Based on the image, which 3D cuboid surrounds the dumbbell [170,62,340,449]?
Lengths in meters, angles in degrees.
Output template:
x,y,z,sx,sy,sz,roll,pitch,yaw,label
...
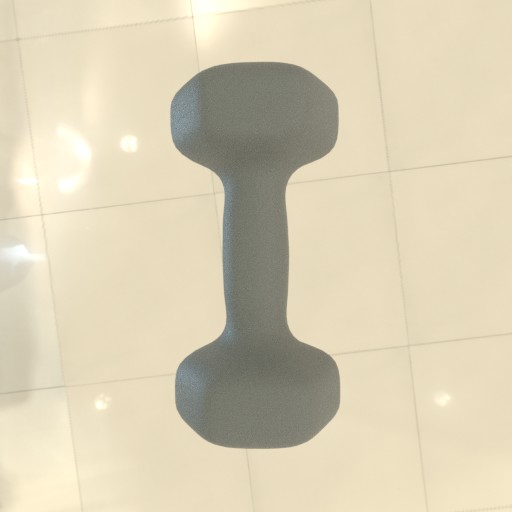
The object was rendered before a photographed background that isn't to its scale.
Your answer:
x,y,z,sx,sy,sz,roll,pitch,yaw,label
0.000,0.000,0.234,0.090,0.081,0.184,0,92,1,dumbbell
